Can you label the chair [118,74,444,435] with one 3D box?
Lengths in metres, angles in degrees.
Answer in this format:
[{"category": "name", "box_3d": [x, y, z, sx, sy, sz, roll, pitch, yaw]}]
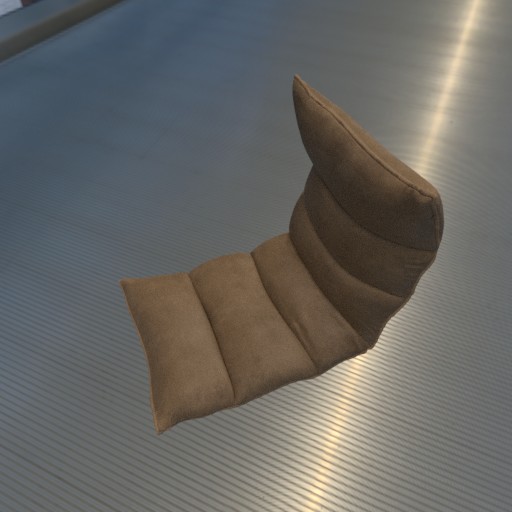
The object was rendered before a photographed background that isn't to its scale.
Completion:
[{"category": "chair", "box_3d": [0.000, 0.000, 1.546, 0.985, 0.892, 0.714, -16, 50, -14]}]
